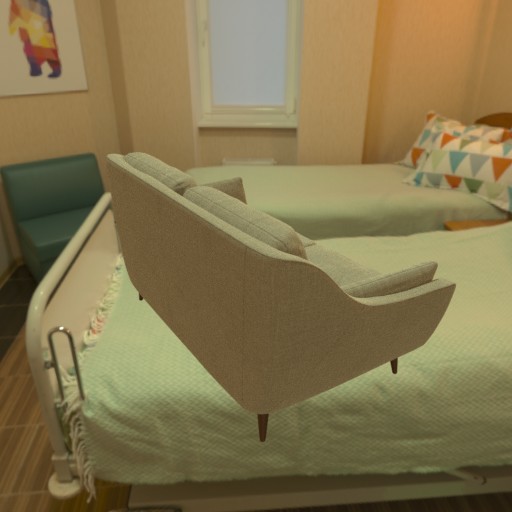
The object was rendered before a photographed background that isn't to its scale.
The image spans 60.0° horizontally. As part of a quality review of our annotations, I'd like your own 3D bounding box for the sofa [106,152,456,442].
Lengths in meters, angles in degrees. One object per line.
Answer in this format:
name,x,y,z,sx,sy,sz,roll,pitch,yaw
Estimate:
sofa,0.000,0.000,2.230,0.965,0.888,1.652,-17,31,-31
